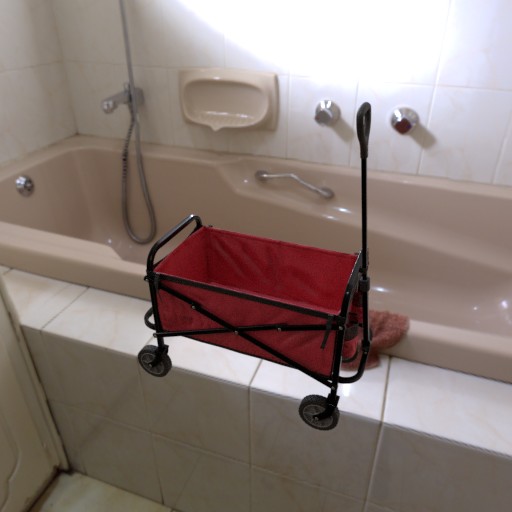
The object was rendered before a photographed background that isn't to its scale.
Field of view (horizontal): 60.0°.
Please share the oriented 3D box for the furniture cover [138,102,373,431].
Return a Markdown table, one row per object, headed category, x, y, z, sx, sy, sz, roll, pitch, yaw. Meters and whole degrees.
| category | x | y | z | sx | sy | sz | roll | pitch | yaw |
| --- | --- | --- | --- | --- | --- | --- | --- | --- | --- |
| furniture cover | 0.000 | 0.000 | 1.859 | 1.038 | 1.295 | 0.532 | 12 | 33 | 19 |
